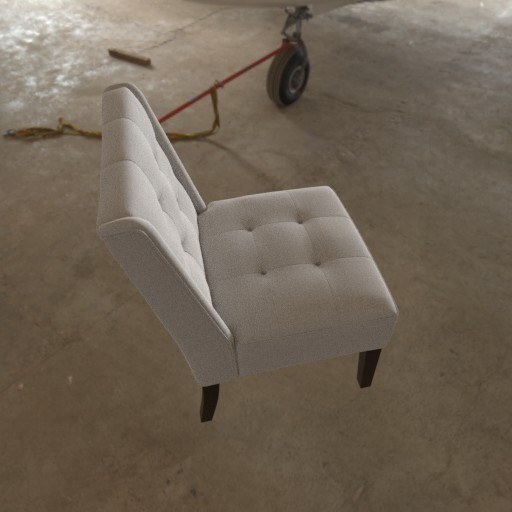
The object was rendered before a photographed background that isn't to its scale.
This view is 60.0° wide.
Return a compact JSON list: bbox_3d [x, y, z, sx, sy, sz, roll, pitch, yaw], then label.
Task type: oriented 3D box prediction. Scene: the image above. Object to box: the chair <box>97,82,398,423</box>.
[{"bbox_3d":[0.000,0.000,1.280,0.676,0.853,0.569,-9,47,-8],"label":"chair"}]
